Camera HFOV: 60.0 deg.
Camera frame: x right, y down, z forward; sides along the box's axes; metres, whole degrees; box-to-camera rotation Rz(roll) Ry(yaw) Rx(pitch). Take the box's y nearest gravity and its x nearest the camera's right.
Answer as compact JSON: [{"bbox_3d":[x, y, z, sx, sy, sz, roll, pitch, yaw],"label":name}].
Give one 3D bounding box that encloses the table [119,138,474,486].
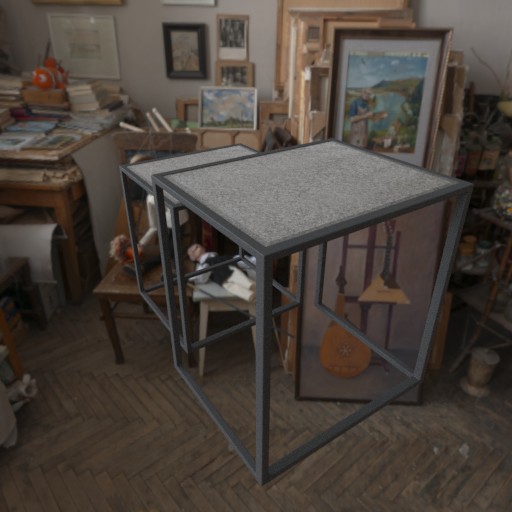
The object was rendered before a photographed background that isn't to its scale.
[{"bbox_3d":[0.000,0.000,1.170,0.508,0.540,0.788,-19,35,-29],"label":"table"}]
